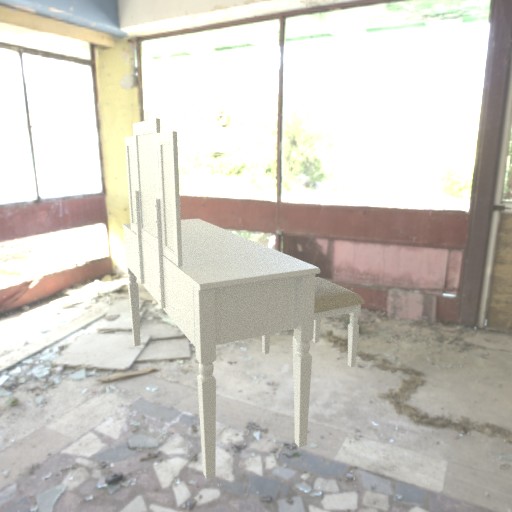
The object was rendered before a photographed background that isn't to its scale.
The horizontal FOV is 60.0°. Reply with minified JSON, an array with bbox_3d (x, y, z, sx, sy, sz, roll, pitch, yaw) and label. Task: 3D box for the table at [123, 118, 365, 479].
[{"bbox_3d":[0.000,0.000,2.295,1.115,1.310,1.369,-7,15,-26],"label":"table"}]
